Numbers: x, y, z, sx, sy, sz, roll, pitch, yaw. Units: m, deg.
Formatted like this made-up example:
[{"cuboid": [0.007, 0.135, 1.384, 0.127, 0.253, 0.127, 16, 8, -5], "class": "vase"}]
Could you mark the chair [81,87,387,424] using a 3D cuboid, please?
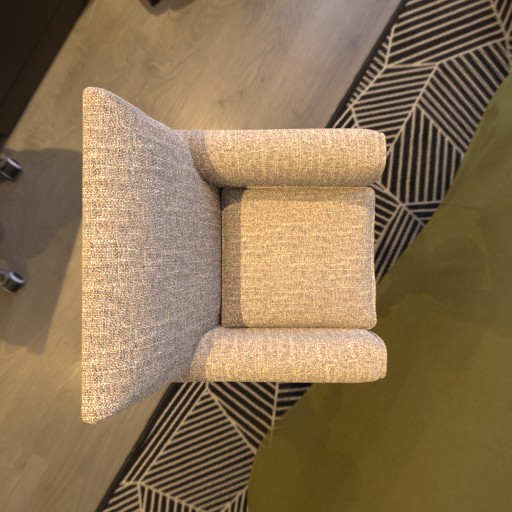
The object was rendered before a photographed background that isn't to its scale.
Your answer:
[{"cuboid": [0.000, 0.000, 1.572, 0.873, 0.928, 0.864, 0, 89, 1], "class": "chair"}]
